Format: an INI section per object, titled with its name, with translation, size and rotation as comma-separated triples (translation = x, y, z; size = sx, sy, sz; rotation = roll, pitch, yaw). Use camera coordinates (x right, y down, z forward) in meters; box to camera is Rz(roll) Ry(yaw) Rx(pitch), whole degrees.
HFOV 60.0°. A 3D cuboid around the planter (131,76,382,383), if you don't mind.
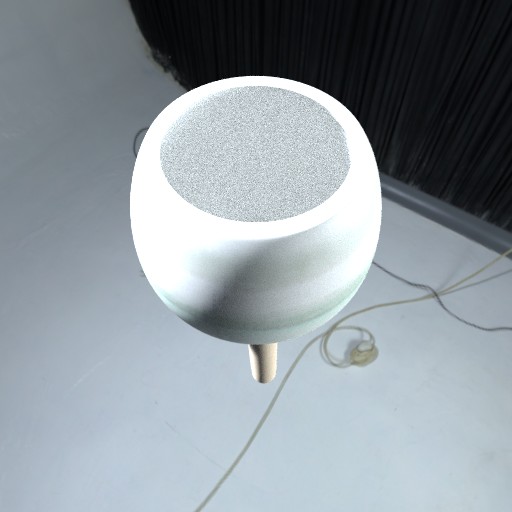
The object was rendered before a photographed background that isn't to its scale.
[planter]
translation = 0.000, 0.000, 0.336
size = 0.161, 0.224, 0.161
rotation = 0, 57, 0
